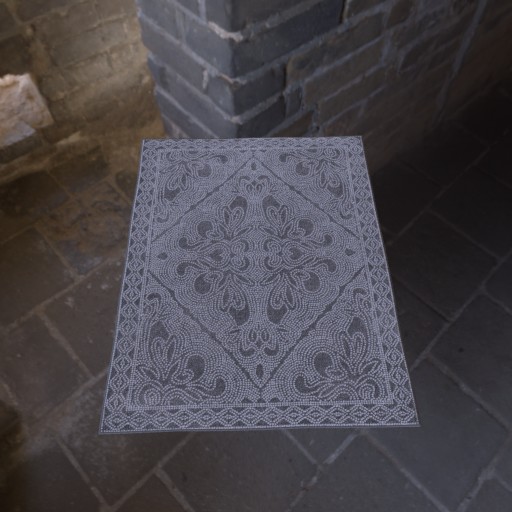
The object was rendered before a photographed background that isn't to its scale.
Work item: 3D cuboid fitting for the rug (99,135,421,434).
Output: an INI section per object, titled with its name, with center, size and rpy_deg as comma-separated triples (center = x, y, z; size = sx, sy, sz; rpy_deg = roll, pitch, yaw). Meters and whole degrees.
[rug]
center = 0.000, 0.000, 4.088
size = 2.438, 0.012, 3.048
rpy_deg = -1, 59, 0
